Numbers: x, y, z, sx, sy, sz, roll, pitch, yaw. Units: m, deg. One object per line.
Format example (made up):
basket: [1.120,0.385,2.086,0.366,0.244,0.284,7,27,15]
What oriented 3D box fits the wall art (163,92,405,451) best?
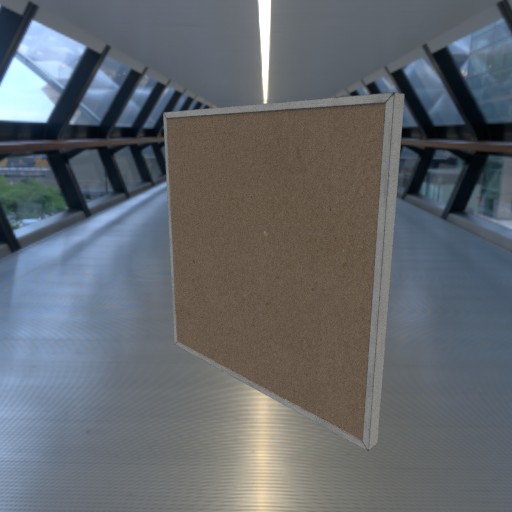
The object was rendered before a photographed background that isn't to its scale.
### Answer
wall art: [0.000,0.000,1.180,0.038,0.762,0.762,-14,20,-43]
